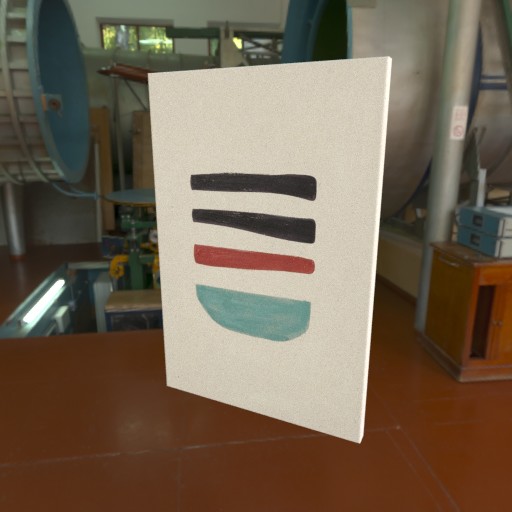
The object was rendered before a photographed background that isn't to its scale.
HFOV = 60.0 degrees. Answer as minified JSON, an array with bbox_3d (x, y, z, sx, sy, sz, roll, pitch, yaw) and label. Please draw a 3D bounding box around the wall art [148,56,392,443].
[{"bbox_3d":[0.000,0.000,1.151,0.607,0.912,0.038,8,17,25],"label":"wall art"}]
